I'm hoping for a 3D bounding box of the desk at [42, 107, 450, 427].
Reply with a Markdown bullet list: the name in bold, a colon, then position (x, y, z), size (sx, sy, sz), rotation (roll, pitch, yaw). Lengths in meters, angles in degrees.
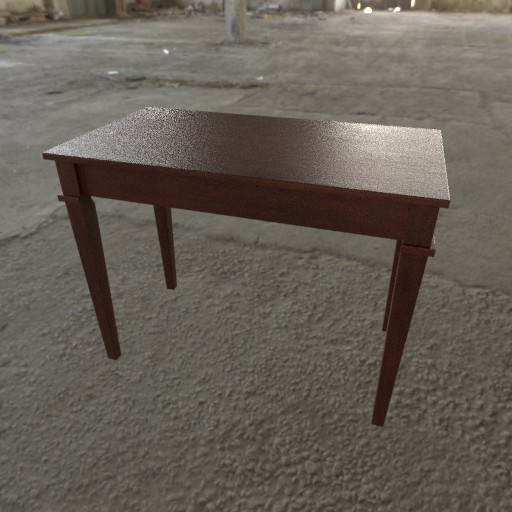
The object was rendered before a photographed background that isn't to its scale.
- **desk**: position (0.000, 0.000, 1.447), size (1.001, 0.762, 0.549), rotation (9, 32, 15)
